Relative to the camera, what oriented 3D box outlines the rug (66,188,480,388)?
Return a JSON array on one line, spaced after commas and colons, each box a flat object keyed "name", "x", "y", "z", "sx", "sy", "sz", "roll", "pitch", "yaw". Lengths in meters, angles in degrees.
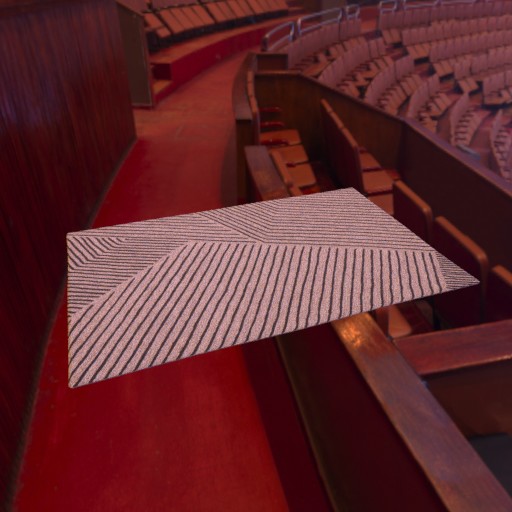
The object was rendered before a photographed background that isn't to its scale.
[{"name": "rug", "x": 0.000, "y": 0.000, "z": 3.001, "sx": 2.406, "sy": 0.023, "sz": 1.539, "roll": -11, "pitch": 34, "yaw": -17}]
